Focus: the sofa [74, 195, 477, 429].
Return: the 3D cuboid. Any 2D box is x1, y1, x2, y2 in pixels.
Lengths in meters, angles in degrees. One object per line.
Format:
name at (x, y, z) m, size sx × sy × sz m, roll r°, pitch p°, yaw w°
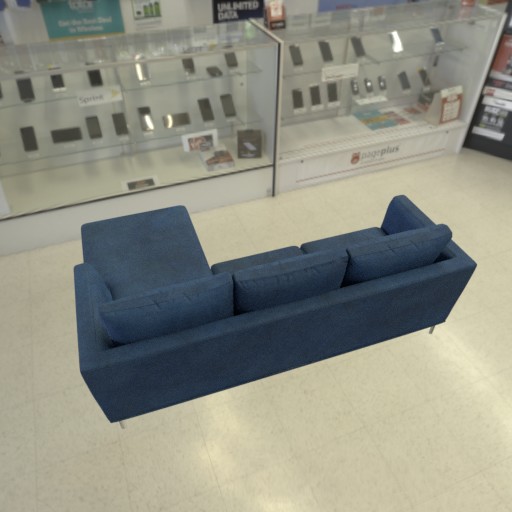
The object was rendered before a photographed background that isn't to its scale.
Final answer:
sofa at (0.000, 0.000, 3.251) m, size 2.438 × 0.987 × 1.622 m, roll -13°, pitch 44°, yaw -14°
